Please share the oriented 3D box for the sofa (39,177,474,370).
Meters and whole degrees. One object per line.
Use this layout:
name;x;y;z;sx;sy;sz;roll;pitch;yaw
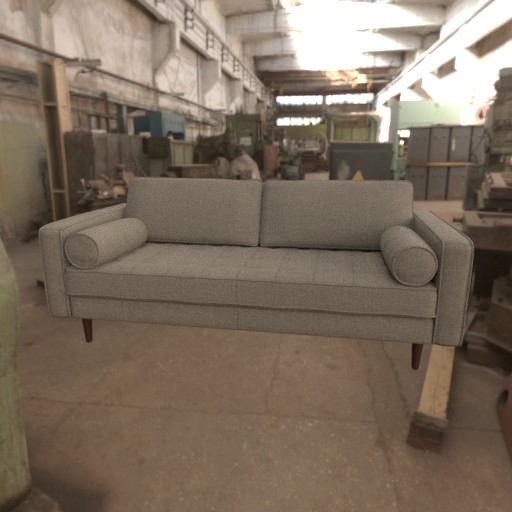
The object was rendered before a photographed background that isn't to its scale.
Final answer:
sofa;0.000;0.000;2.302;1.879;0.762;0.914;3;14;10
